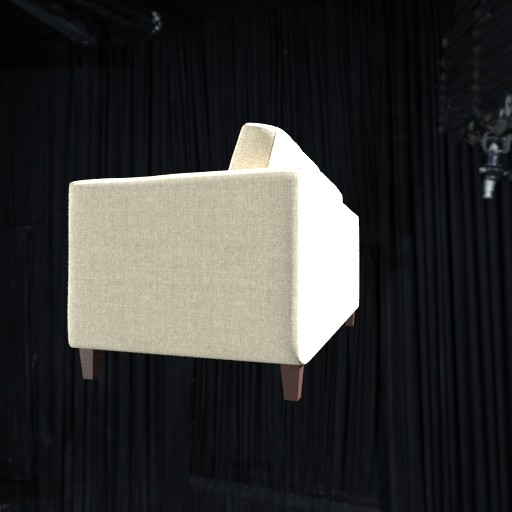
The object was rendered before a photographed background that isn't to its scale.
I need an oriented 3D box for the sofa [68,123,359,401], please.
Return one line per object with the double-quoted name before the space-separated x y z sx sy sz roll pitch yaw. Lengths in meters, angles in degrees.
"sofa" 0.000 0.000 2.423 0.950 0.963 1.884 0 0 18
